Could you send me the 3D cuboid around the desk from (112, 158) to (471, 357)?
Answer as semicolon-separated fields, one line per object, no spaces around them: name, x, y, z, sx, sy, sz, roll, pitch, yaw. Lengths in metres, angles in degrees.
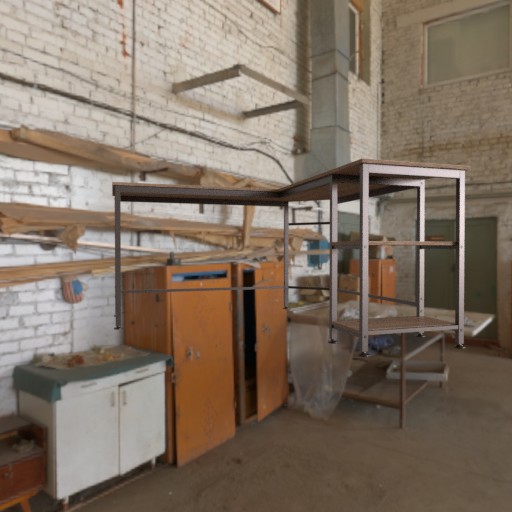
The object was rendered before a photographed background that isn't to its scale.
desk;0.000;0.000;2.240;1.379;0.739;1.379;0;1;-18
